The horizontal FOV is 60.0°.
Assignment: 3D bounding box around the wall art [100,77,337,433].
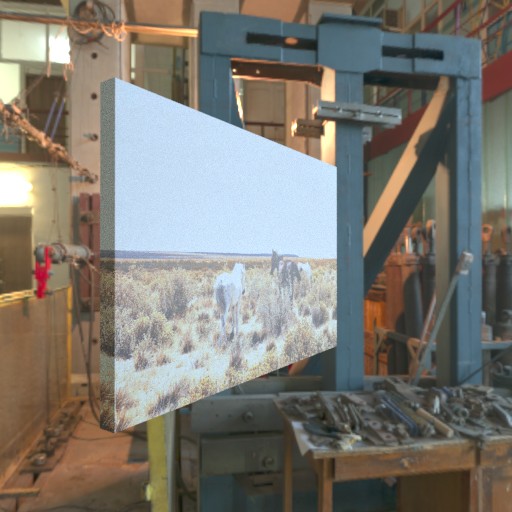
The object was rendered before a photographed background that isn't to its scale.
[{"bbox_3d":[0.000,0.000,1.429,0.051,0.761,1.138,0,0,35],"label":"wall art"}]
